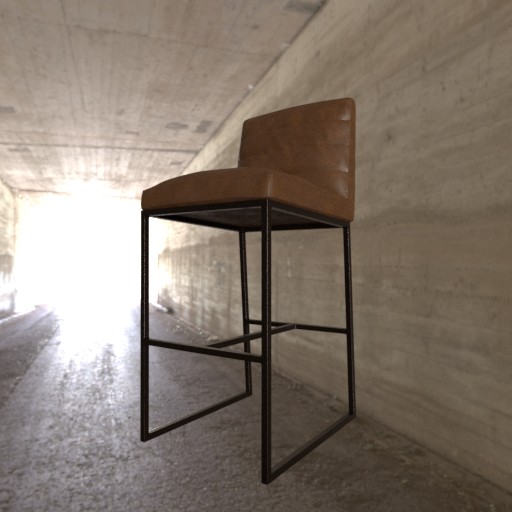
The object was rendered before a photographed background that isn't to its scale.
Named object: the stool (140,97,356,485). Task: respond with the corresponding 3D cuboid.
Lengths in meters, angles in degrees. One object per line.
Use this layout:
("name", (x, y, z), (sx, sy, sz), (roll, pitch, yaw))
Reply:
("stool", (0.000, 0.000, 1.375), (0.463, 1.065, 0.562), (0, 0, 35))
